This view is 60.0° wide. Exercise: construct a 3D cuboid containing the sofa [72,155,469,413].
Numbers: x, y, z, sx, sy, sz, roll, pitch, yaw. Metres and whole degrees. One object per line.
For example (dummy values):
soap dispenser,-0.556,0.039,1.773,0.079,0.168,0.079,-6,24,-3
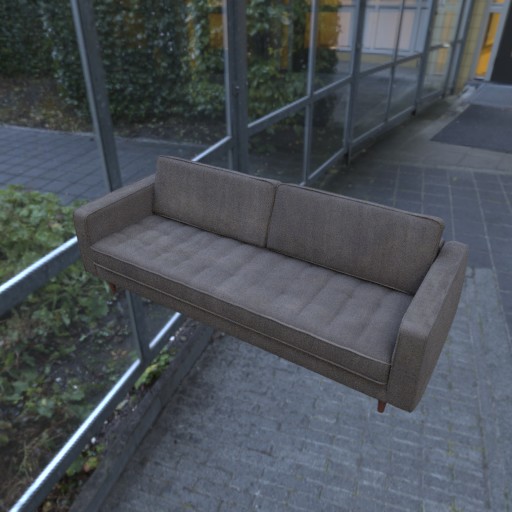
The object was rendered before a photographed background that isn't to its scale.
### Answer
sofa,0.000,0.000,2.727,2.295,0.813,0.923,18,35,27
